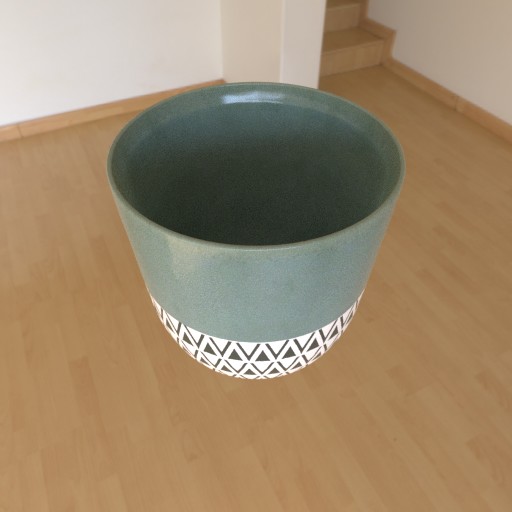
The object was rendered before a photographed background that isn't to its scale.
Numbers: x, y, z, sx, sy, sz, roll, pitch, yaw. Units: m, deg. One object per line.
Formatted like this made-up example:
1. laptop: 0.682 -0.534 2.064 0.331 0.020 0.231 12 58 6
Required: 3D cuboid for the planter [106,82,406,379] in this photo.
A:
1. planter: 0.000 0.000 0.377 0.198 0.214 0.198 0 46 0
